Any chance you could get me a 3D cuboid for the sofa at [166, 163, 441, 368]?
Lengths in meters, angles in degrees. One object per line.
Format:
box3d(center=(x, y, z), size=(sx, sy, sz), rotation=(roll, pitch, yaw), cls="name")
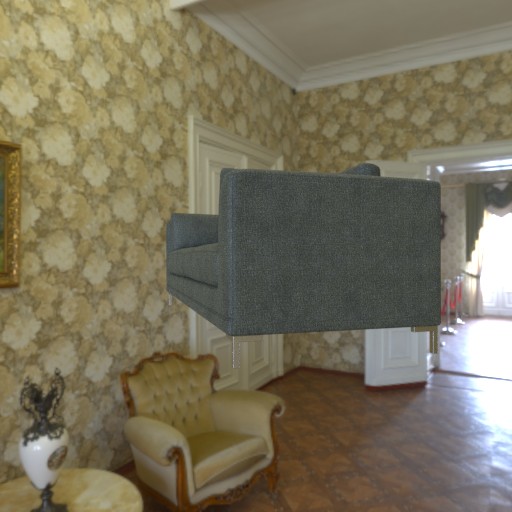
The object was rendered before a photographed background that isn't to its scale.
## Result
box3d(center=(0.000, 0.000, 2.950), size=(0.969, 0.867, 2.415), rotation=(0, 0, -17), cls="sofa")
